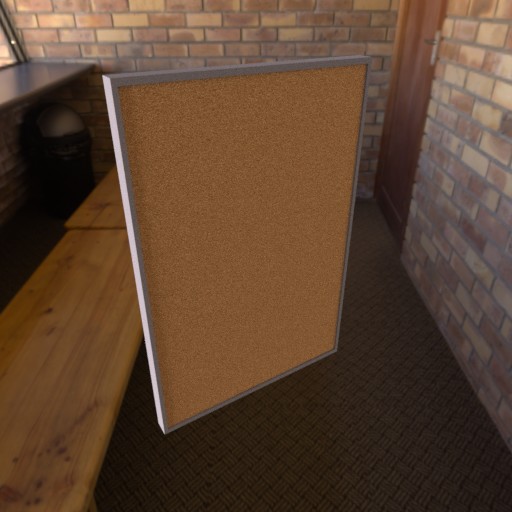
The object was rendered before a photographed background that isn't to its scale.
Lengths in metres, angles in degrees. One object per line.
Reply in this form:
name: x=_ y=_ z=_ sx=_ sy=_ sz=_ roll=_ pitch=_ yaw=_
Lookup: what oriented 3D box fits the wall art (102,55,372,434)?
wall art: x=0.000 y=0.000 z=0.943 sx=0.511 sy=0.753 sz=0.039 roll=-18 pitch=34 yaw=-28
